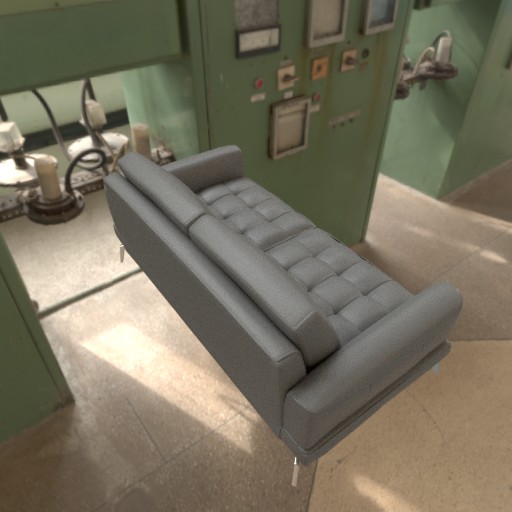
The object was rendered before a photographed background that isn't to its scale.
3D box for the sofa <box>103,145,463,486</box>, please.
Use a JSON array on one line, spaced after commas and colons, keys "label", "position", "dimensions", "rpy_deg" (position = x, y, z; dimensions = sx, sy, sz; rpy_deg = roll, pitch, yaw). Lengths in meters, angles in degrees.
[{"label": "sofa", "position": [0.000, 0.000, 2.711], "dimensions": [1.121, 0.930, 2.177], "rpy_deg": [-25, 46, -27]}]
